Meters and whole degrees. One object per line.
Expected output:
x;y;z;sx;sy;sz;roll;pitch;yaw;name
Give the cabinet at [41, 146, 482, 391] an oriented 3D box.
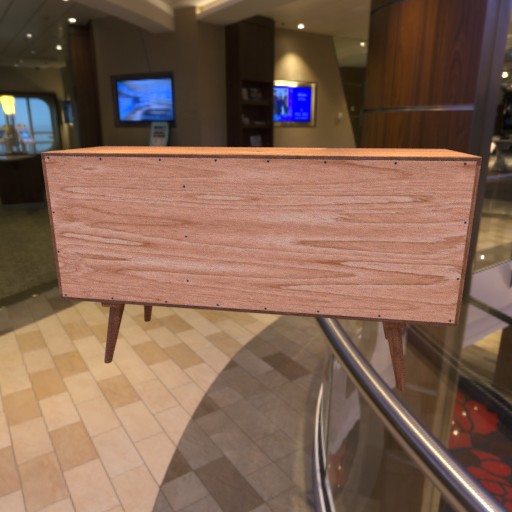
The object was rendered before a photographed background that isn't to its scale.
0.000;0.000;1.724;1.400;0.800;0.472;3;17;9;cabinet
